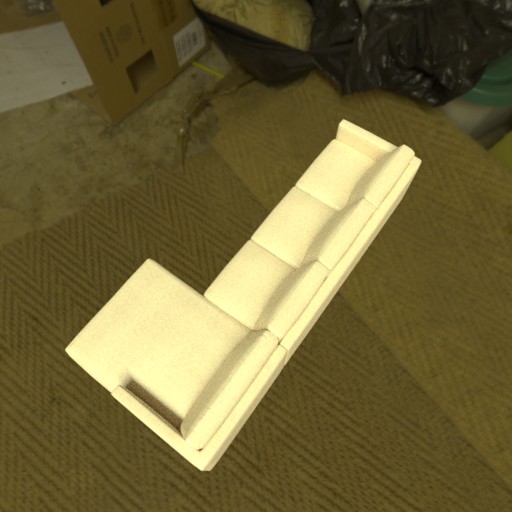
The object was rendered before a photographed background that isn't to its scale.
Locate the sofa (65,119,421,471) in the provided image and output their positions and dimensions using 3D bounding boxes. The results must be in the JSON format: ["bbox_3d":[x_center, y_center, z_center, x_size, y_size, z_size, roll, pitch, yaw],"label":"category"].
[{"bbox_3d":[0.000,0.000,4.235,1.603,0.954,3.471,34,69,15],"label":"sofa"}]
